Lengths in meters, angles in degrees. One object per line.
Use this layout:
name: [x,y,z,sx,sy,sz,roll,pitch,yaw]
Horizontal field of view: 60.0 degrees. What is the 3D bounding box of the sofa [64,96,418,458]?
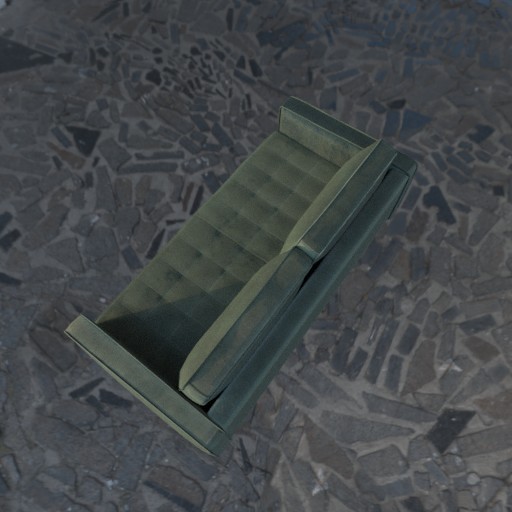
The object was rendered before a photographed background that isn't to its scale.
sofa: [0.000,0.000,2.358,0.886,0.781,1.816,34,68,15]
